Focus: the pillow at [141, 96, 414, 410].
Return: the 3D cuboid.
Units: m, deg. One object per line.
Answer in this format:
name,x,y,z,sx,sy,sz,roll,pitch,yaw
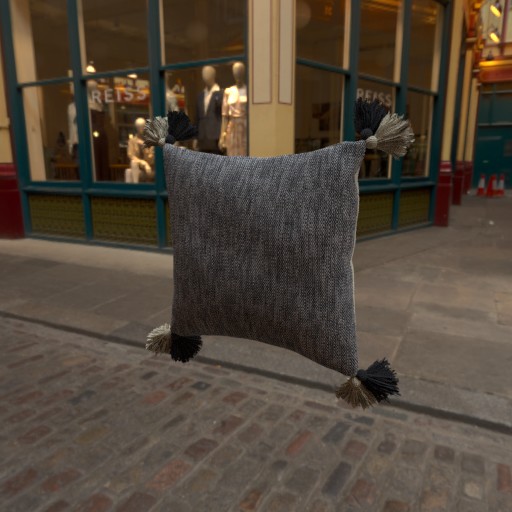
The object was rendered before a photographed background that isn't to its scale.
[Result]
pillow,0.000,0.000,0.986,0.654,0.659,0.170,6,14,25
